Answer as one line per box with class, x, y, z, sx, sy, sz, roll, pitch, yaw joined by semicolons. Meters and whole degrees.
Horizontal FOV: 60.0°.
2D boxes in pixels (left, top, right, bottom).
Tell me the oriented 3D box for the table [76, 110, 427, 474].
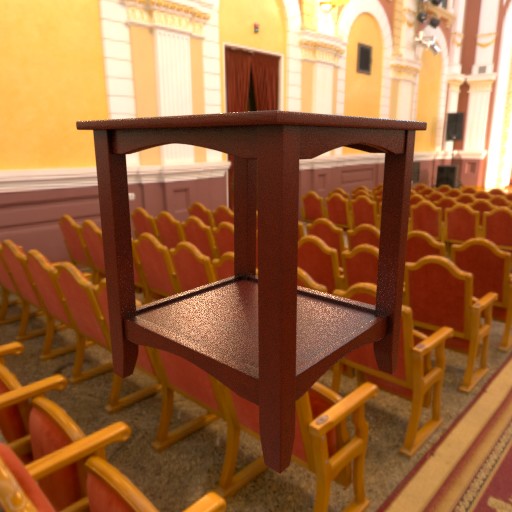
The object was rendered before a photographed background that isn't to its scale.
table;0.000;0.000;0.962;0.523;0.558;0.522;13;20;42
